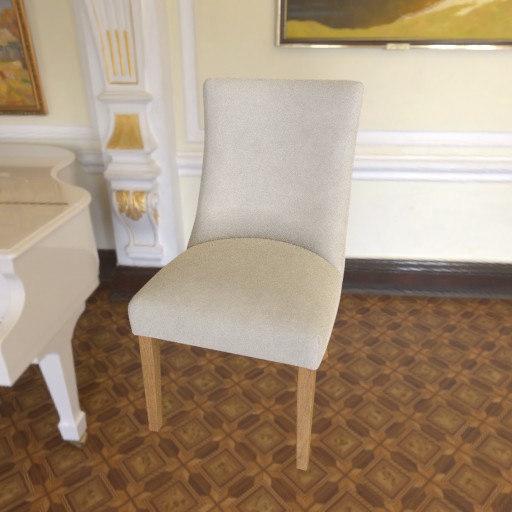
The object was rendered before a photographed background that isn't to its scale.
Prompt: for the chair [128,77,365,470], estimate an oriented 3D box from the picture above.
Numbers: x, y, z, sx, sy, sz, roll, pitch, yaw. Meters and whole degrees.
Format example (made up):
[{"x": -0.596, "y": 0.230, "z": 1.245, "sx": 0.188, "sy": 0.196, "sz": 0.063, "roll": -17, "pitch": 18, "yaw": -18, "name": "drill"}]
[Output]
[{"x": 0.000, "y": 0.000, "z": 1.252, "sx": 0.495, "sy": 0.902, "sz": 0.610, "roll": 8, "pitch": 26, "yaw": 15, "name": "chair"}]
